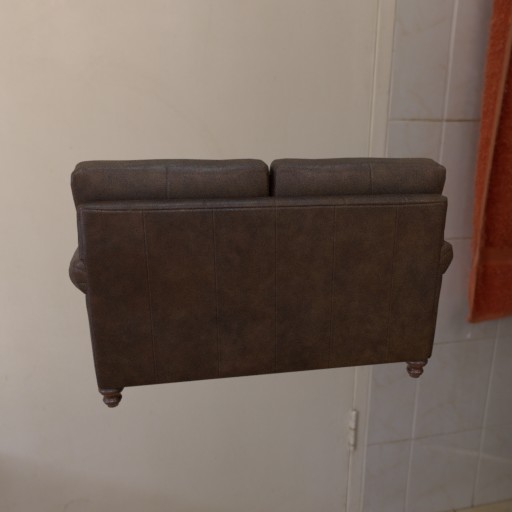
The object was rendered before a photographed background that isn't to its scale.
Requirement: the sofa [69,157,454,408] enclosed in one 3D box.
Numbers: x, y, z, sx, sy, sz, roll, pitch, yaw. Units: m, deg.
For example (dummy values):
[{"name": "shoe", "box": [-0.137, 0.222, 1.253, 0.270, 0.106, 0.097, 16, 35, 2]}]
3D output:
[{"name": "sofa", "box": [0.000, 0.000, 2.204, 1.616, 0.976, 0.990, -3, 15, -10]}]
